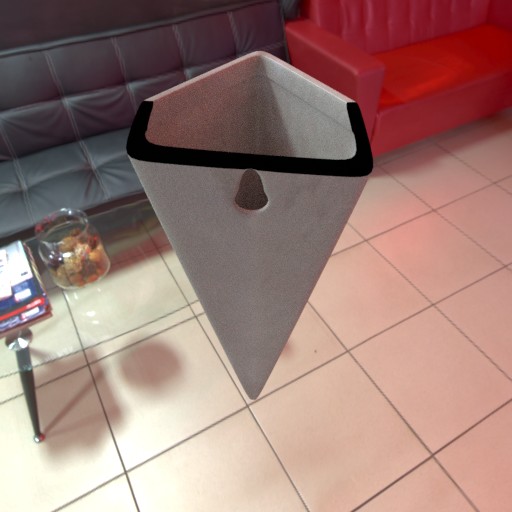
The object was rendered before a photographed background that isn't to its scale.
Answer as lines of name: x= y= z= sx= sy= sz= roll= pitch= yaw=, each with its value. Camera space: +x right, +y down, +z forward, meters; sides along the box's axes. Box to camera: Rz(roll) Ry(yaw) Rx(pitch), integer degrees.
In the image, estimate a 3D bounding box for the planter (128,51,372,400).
planter: x=0.000 y=0.000 z=0.155 sx=0.058 sy=0.130 sz=0.047 roll=2 pitch=47 yaw=2
